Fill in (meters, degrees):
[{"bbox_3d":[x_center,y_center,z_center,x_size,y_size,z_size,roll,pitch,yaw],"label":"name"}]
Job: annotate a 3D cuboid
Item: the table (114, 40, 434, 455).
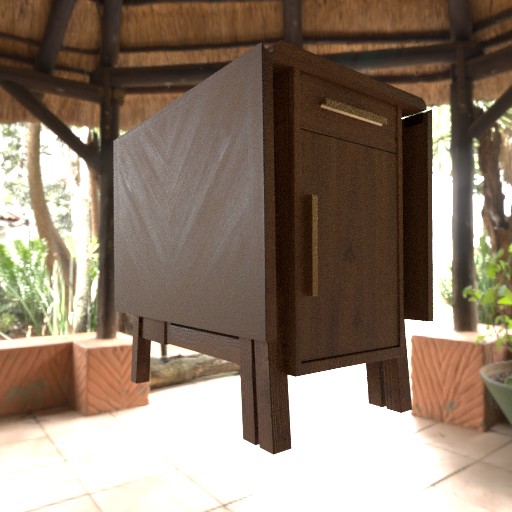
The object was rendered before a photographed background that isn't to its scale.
[{"bbox_3d":[0.000,0.000,1.590,0.701,0.981,0.967,1,-2,-37],"label":"table"}]
